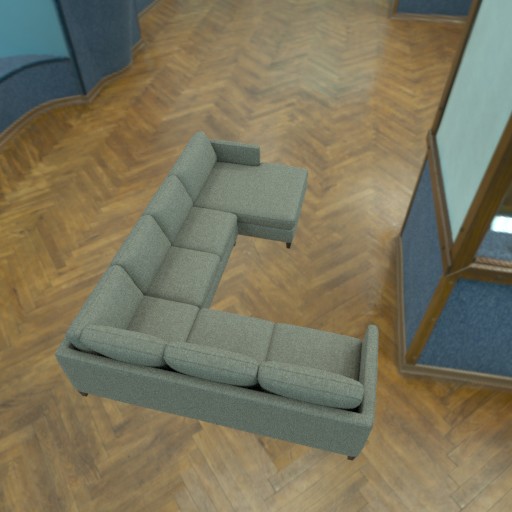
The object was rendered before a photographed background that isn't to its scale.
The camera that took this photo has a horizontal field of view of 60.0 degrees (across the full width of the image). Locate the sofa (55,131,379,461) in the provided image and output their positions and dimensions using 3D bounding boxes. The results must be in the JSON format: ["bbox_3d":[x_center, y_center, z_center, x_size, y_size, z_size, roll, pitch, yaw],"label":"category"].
[{"bbox_3d":[0.000,0.000,4.632,2.551,0.889,3.403,10,47,9],"label":"sofa"}]
